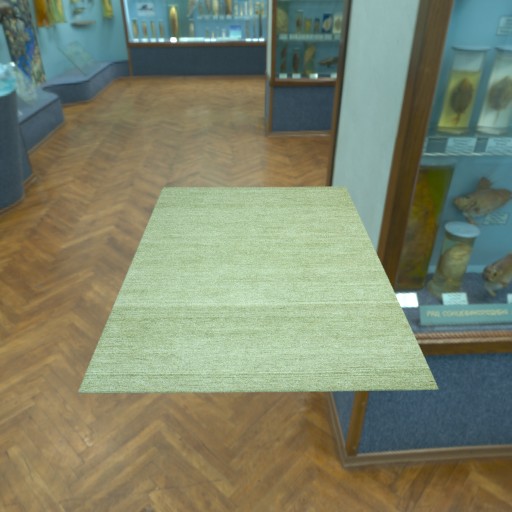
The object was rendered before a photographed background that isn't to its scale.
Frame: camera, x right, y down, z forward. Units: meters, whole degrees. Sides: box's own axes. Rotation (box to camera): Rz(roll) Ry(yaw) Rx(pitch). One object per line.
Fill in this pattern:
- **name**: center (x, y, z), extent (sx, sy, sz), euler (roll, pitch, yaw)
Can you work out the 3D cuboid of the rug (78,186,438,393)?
- **rug**: center (0.000, 0.000, 2.927), extent (1.606, 0.017, 2.270), euler (0, 32, -1)
